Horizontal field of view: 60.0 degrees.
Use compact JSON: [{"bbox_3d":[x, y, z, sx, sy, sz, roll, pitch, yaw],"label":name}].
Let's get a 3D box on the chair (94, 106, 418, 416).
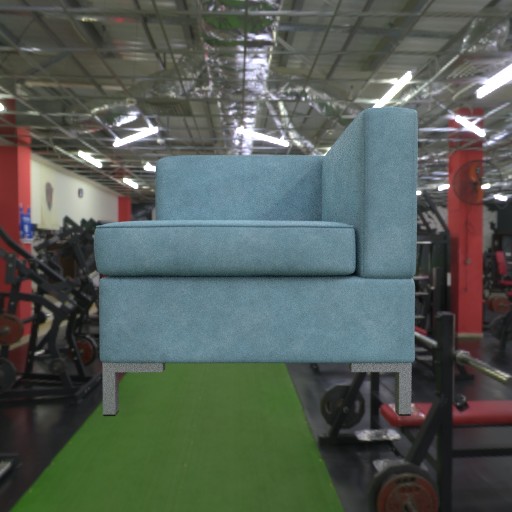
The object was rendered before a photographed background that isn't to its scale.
[{"bbox_3d":[0.000,0.000,1.233,0.691,0.660,0.684,0,2,0],"label":"chair"}]
